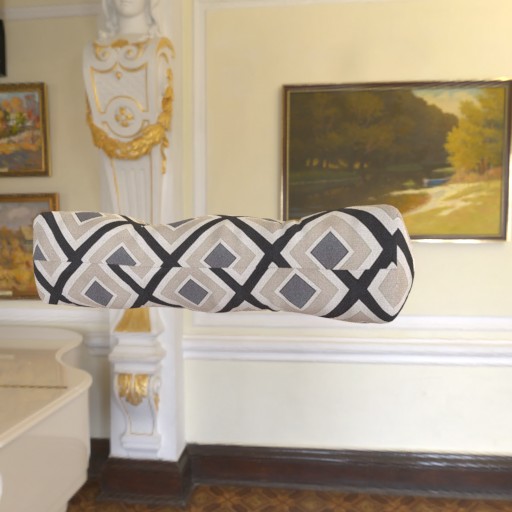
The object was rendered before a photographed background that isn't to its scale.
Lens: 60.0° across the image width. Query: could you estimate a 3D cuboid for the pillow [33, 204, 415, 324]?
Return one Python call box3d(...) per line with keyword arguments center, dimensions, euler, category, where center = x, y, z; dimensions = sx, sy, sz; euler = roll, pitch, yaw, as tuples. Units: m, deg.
box3d(center=(0.000, 0.000, 0.711), dimensions=(0.468, 0.128, 0.490), euler=(1, 2, 18), category="pillow")
